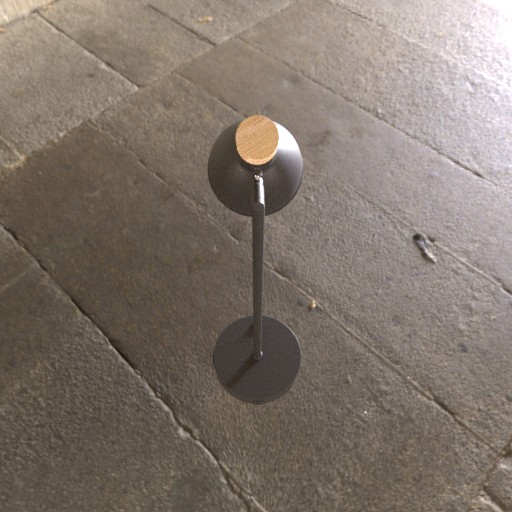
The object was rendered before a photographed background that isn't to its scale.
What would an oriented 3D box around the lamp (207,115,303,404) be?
[{"bbox_3d":[0.000,0.000,0.617,0.152,0.483,0.287,-1,57,-1],"label":"lamp"}]
